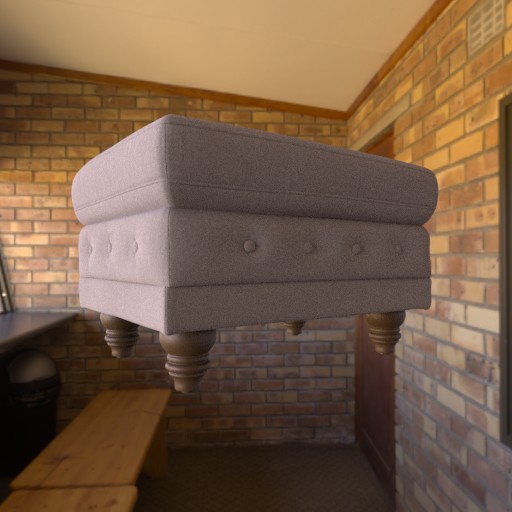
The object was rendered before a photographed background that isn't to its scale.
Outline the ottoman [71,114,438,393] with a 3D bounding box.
[{"bbox_3d":[0.000,0.000,1.119,0.771,0.500,0.569,0,-1,-36],"label":"ottoman"}]
